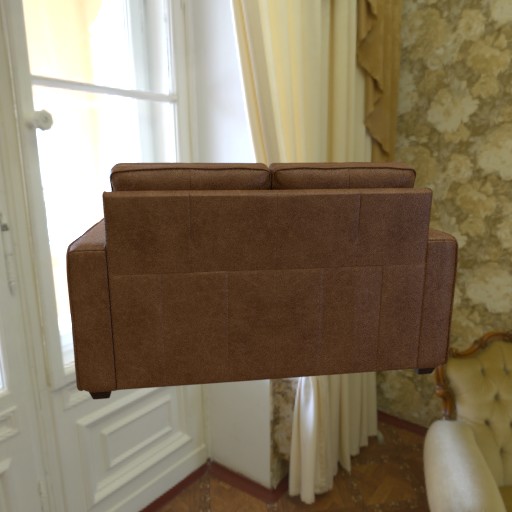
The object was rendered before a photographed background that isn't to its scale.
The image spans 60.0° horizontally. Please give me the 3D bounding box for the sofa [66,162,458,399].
[{"bbox_3d":[0.000,0.000,2.141,1.532,0.896,1.020,-2,13,-8],"label":"sofa"}]
